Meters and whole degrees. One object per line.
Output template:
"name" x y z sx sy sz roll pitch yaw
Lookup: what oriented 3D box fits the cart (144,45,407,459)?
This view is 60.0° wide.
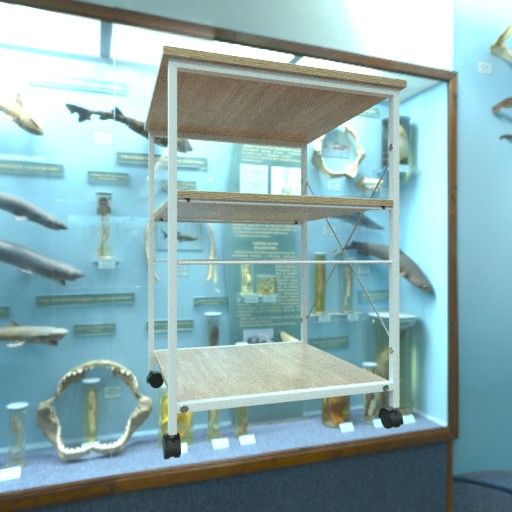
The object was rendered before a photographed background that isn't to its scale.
"cart" 0.000 0.000 1.127 0.520 0.762 0.521 0 0 -18
